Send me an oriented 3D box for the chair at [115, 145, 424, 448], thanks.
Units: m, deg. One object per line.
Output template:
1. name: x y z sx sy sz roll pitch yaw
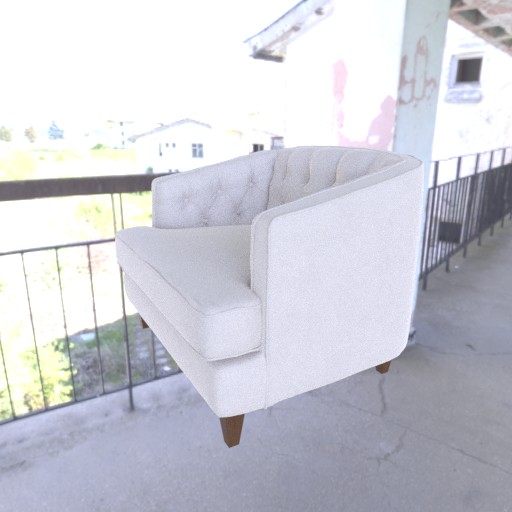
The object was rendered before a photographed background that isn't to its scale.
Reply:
1. chair: 0.000 0.000 1.806 0.941 0.852 1.104 -9 18 -28
